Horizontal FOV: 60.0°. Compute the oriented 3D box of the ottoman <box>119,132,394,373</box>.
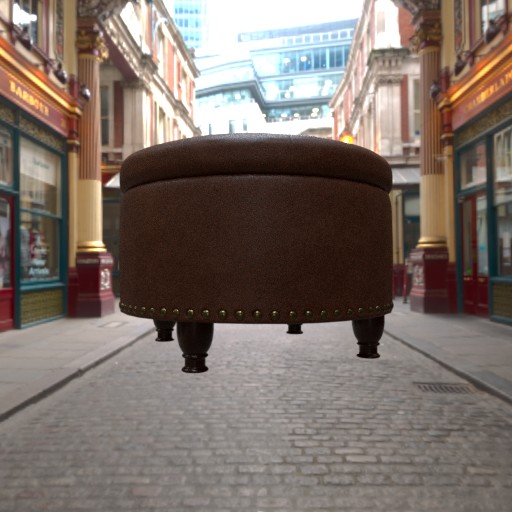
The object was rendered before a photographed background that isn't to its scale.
[{"bbox_3d":[0.000,0.000,1.075,0.637,0.442,0.637,0,-2,0],"label":"ottoman"}]
